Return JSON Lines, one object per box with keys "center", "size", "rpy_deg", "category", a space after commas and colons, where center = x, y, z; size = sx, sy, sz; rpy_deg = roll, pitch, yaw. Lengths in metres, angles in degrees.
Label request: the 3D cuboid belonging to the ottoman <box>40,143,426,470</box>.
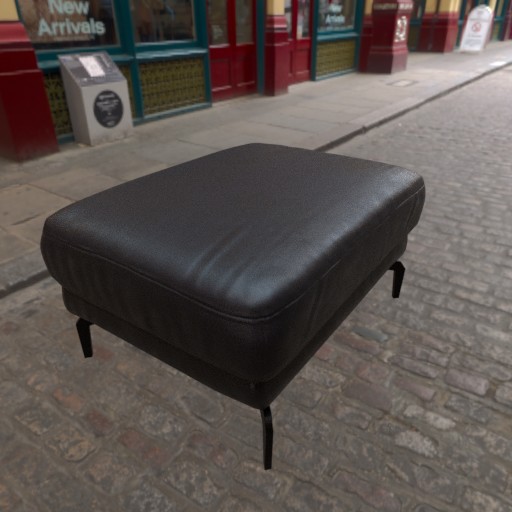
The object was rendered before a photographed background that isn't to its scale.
{"center": [0.000, 0.000, 1.061], "size": [0.570, 0.402, 0.764], "rpy_deg": [18, 33, 30], "category": "ottoman"}
